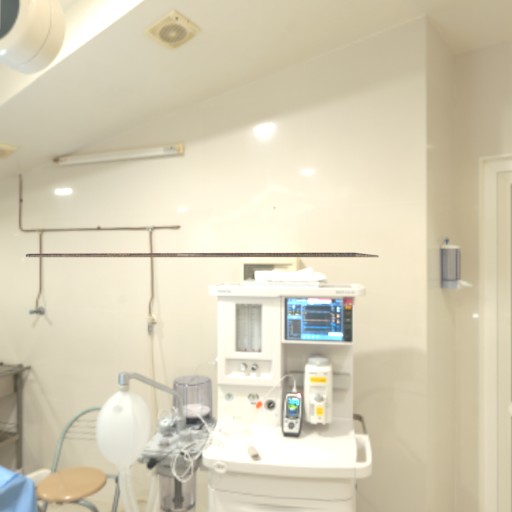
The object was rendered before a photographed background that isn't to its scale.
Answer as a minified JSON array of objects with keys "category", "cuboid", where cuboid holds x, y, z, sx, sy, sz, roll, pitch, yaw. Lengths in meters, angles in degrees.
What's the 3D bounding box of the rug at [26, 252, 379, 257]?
[{"category":"rug","cuboid":[0.000,0.000,3.033,1.539,0.018,2.449,0,0,17]}]
